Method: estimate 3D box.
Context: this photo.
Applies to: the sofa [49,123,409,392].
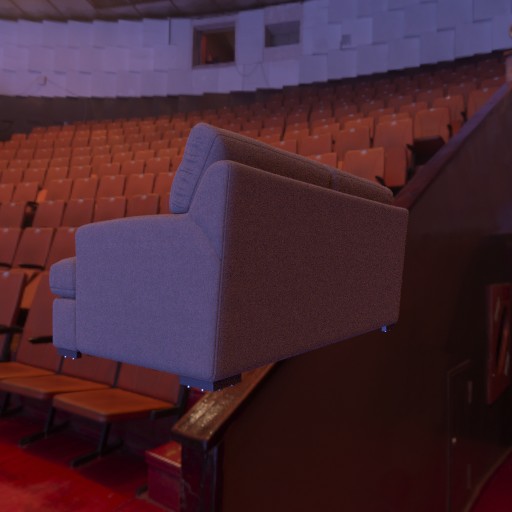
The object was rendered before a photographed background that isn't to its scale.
[{"bbox_3d":[0.000,0.000,2.479,1.140,0.950,1.869,0,-1,37],"label":"sofa"}]
